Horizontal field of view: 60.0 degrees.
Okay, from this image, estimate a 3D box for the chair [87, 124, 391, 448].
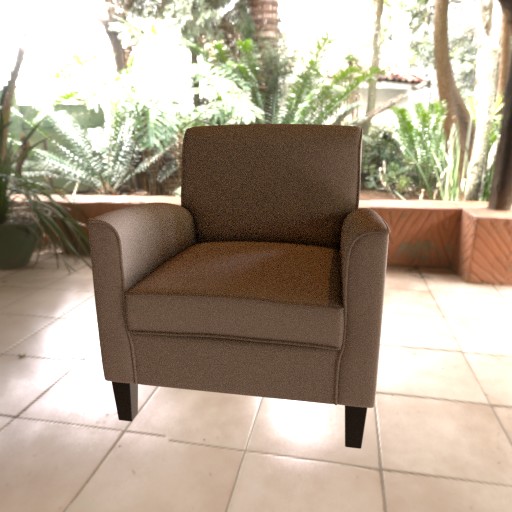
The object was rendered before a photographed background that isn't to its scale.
[{"bbox_3d":[0.000,0.000,1.572,0.820,0.915,0.820,3,16,10],"label":"chair"}]
